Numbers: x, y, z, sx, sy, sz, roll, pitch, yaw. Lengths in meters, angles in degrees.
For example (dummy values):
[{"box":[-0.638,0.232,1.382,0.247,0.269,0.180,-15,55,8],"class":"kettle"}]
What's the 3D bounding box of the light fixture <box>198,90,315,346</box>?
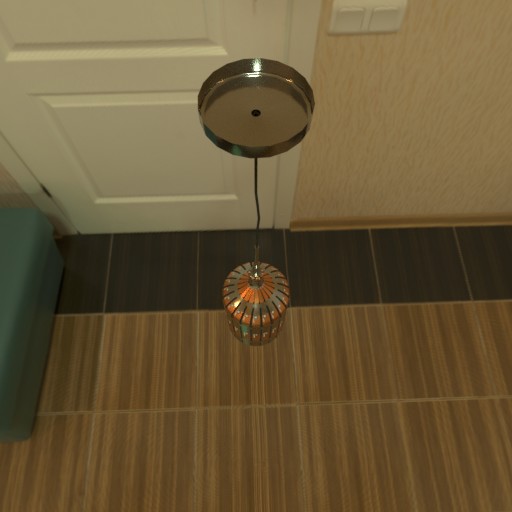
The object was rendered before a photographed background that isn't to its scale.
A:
[{"box":[0.000,0.000,1.630,0.303,1.535,0.303,0,65,0],"class":"light fixture"}]
